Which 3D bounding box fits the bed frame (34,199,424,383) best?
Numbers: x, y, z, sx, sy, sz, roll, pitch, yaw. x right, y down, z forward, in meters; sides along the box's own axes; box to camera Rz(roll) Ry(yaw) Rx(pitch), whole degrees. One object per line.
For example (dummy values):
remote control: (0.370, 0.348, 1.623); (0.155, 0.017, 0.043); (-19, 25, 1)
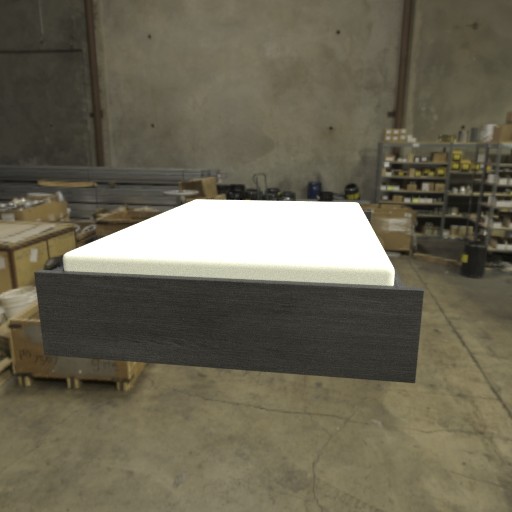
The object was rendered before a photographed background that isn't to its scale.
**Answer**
bed frame: (0.000, 0.000, 2.626); (1.490, 0.432, 1.950); (2, 14, 9)
